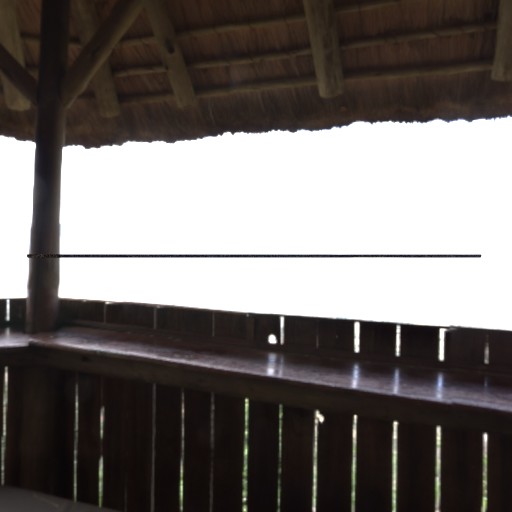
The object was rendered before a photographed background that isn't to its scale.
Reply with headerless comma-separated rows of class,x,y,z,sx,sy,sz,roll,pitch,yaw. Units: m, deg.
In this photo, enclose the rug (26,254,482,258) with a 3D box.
rug,0.000,0.000,4.099,3.000,0.025,2.401,0,0,2
